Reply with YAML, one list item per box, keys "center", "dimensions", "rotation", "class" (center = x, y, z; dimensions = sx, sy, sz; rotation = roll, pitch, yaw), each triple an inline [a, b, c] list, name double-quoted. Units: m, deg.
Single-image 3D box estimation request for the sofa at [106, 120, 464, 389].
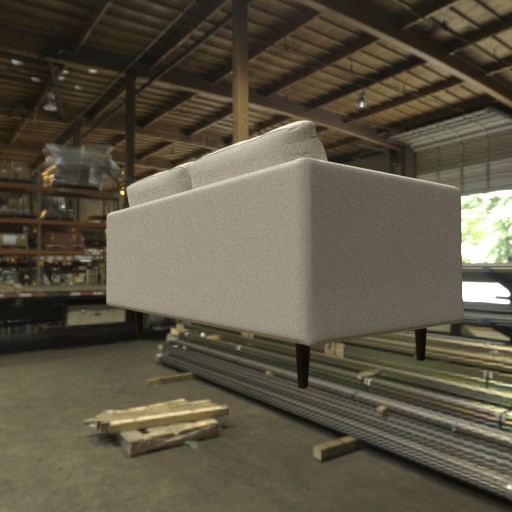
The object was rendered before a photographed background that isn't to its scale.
- center: [0.000, 0.000, 2.217]
  dimensions: [0.940, 0.893, 1.713]
  rotation: [1, -1, -37]
  class: "sofa"
